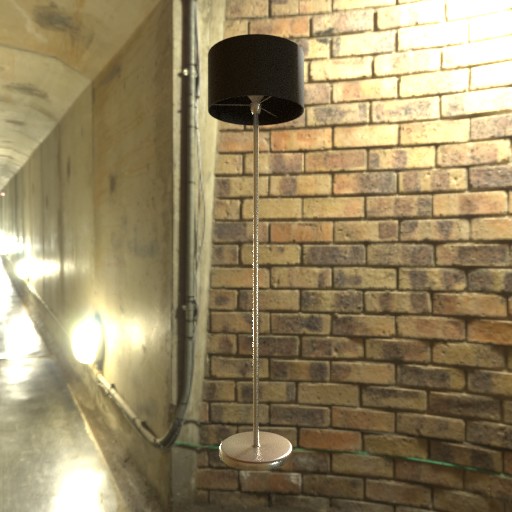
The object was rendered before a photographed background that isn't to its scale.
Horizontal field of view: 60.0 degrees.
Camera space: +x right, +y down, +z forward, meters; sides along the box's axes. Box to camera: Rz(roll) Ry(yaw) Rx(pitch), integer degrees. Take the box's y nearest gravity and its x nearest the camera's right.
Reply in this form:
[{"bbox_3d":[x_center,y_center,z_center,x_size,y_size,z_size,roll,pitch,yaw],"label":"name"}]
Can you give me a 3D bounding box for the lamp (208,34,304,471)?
[{"bbox_3d":[0.000,0.000,1.618,0.348,1.443,0.348,0,1,0],"label":"lamp"}]
